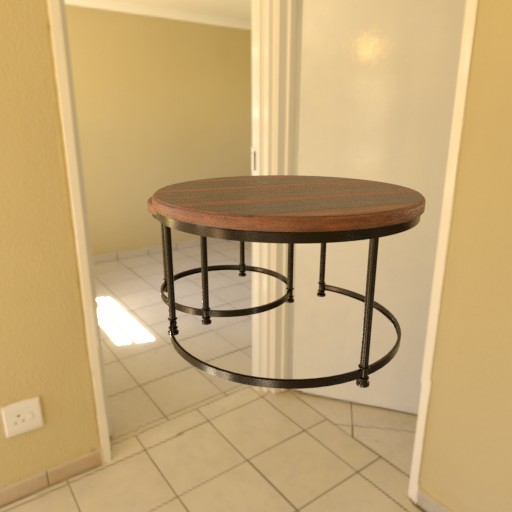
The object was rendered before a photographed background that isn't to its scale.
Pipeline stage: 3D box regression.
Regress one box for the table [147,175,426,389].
[{"bbox_3d":[0.000,0.000,1.639,1.152,0.516,0.870,16,23,42],"label":"table"}]
